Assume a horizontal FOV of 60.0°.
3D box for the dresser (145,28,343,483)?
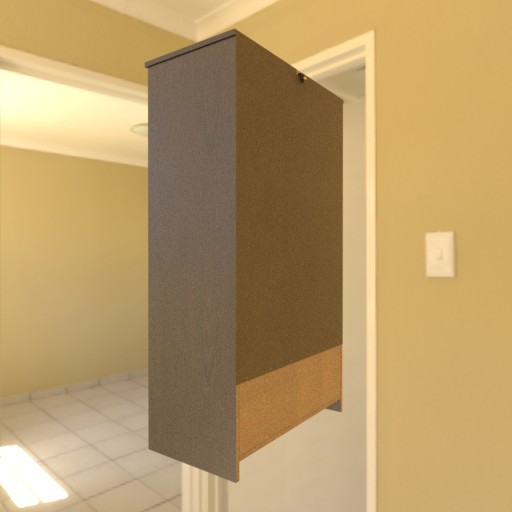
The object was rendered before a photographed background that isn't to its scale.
[{"bbox_3d":[0.000,0.000,1.610,0.418,1.254,0.704,0,0,36],"label":"dresser"}]
